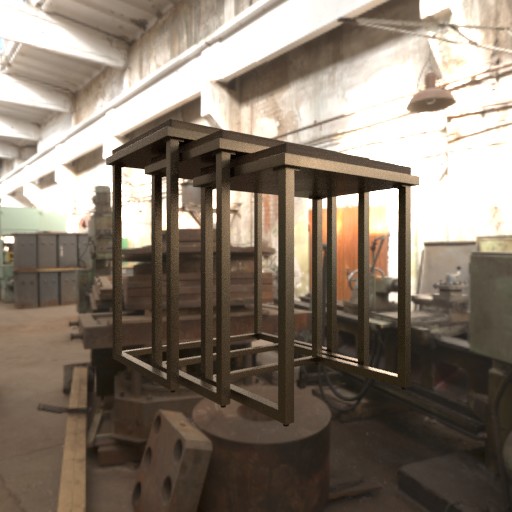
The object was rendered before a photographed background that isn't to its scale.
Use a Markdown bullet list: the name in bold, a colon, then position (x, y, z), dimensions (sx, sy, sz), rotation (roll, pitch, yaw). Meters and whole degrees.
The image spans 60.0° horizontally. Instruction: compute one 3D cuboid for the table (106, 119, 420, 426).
- **table**: position (0.000, 0.000, 1.172), dimensions (0.559, 0.610, 0.706), rotation (0, 1, -37)
